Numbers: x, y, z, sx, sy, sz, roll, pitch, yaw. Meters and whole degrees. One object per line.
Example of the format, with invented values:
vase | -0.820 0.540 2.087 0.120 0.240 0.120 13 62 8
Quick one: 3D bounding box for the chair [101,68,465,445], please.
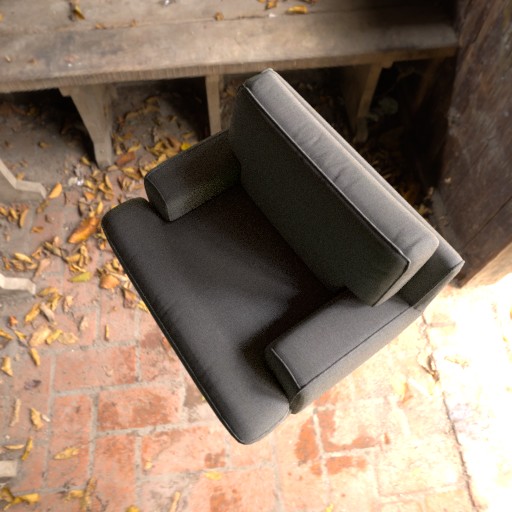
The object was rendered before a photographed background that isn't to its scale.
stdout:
chair | 0.000 0.000 1.990 1.043 0.974 1.270 -32 68 -14
